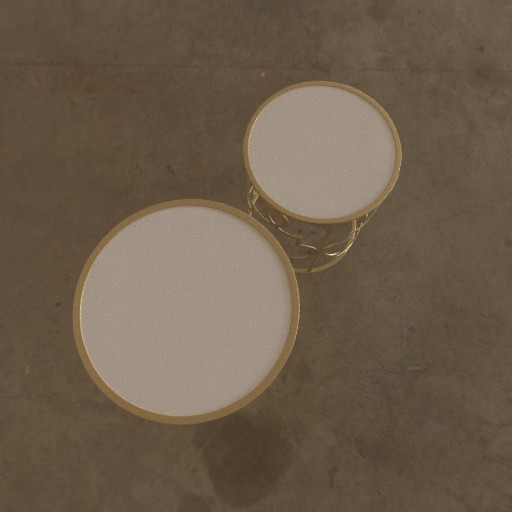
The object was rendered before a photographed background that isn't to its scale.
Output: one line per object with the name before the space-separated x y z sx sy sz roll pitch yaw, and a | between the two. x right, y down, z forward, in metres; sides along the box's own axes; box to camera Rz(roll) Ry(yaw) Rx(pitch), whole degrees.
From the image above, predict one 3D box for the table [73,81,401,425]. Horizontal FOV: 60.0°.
table | 0.000 0.000 1.139 0.420 0.564 0.846 36 78 9
